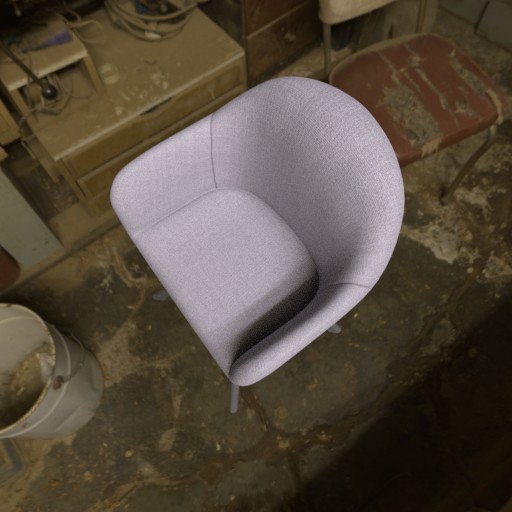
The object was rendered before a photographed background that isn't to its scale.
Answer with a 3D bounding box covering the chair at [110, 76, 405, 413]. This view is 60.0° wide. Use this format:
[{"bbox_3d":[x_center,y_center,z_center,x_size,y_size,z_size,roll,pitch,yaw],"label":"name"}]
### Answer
[{"bbox_3d":[0.000,0.000,1.184,0.550,0.795,0.590,-34,69,-15],"label":"chair"}]
